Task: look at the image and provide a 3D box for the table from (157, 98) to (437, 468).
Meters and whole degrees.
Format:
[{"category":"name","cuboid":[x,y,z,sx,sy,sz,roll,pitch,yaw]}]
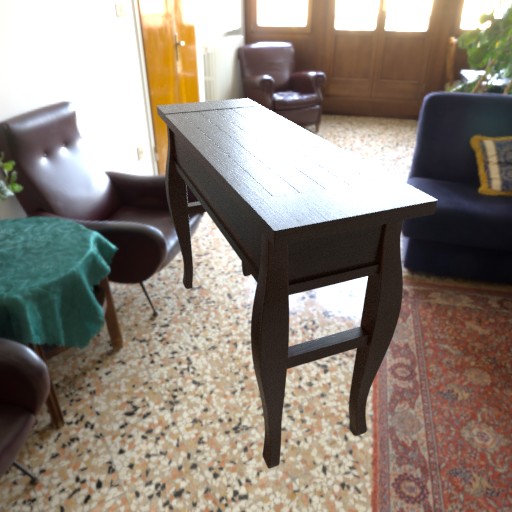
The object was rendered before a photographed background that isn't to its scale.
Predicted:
[{"category":"table","cuboid":[0.000,0.000,1.446,0.373,0.768,1.062,-12,33,-19]}]
